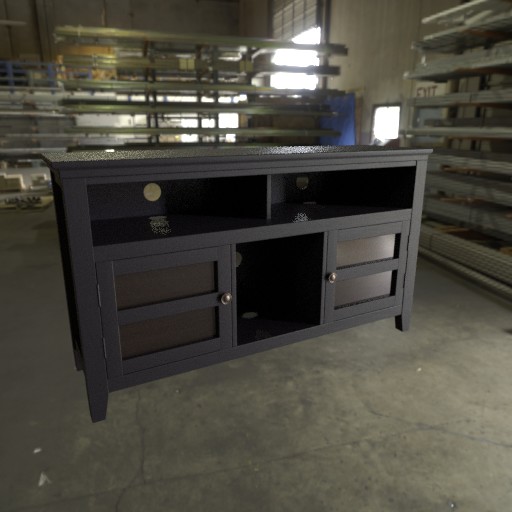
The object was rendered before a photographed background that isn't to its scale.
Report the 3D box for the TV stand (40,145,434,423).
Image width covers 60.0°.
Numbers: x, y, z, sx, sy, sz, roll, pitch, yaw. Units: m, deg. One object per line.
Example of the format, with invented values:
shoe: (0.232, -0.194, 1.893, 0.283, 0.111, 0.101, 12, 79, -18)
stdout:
TV stand: (0.000, 0.000, 1.471, 1.198, 0.681, 0.347, -9, 19, -27)
